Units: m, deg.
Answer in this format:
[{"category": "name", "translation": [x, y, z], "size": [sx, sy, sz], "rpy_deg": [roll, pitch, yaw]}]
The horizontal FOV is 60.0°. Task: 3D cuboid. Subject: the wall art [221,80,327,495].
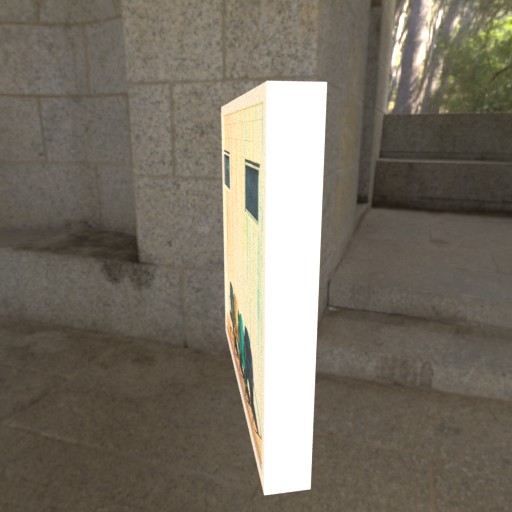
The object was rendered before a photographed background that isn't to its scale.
[{"category": "wall art", "translation": [0.000, 0.000, 0.455], "size": [0.038, 0.305, 0.305], "rpy_deg": [-3, 16, -9]}]
